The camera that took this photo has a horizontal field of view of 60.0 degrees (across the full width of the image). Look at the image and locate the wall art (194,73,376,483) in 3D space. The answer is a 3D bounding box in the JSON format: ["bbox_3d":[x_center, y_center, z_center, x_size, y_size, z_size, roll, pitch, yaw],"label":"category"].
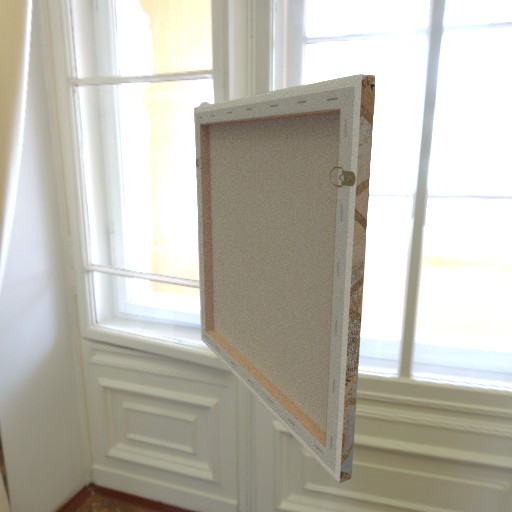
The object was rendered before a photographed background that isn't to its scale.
[{"bbox_3d":[0.000,0.000,1.337,0.039,0.914,0.912,-7,16,-27],"label":"wall art"}]
